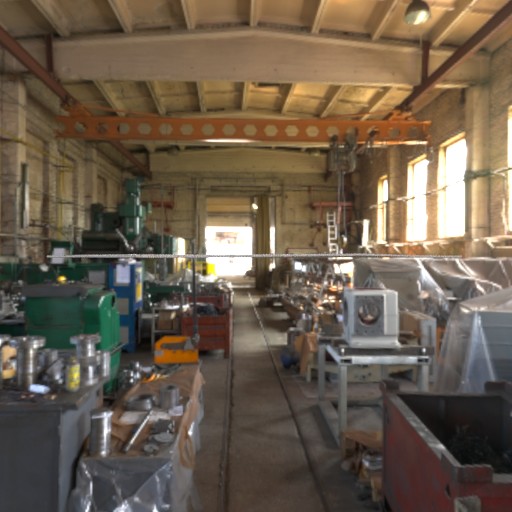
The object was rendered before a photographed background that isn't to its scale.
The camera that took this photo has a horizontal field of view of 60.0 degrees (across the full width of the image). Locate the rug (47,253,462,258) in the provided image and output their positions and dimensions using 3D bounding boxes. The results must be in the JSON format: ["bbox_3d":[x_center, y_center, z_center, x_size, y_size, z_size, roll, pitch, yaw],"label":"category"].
[{"bbox_3d":[0.000,0.000,2.989,2.307,0.030,1.604,0,0,-36],"label":"rug"}]
